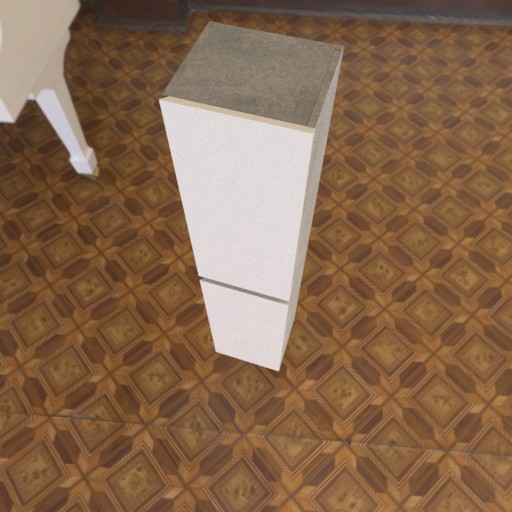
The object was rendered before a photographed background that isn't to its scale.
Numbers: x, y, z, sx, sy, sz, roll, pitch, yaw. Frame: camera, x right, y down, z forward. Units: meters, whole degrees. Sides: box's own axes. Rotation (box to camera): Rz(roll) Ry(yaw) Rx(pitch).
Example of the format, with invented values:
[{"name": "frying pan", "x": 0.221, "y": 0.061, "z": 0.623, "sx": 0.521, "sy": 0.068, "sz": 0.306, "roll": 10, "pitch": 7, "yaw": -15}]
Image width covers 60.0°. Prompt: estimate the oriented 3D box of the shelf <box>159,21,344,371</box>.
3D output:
[{"name": "shelf", "x": 0.000, "y": 0.000, "z": 1.478, "sx": 0.300, "sy": 1.400, "sz": 0.270, "roll": 15, "pitch": 60, "yaw": 9}]
